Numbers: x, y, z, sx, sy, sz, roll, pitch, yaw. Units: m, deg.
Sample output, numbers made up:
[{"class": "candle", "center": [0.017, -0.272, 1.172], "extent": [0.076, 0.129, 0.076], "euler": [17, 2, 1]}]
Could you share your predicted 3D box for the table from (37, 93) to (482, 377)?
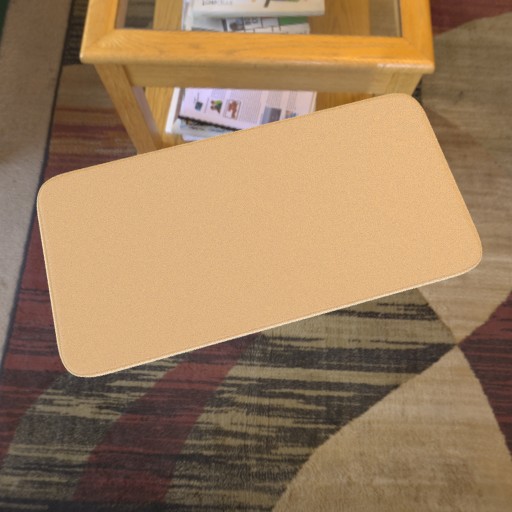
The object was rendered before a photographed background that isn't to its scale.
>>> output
[{"class": "table", "center": [0.000, 0.000, 1.640], "extent": [1.219, 0.729, 0.610], "euler": [-15, 75, -4]}]
